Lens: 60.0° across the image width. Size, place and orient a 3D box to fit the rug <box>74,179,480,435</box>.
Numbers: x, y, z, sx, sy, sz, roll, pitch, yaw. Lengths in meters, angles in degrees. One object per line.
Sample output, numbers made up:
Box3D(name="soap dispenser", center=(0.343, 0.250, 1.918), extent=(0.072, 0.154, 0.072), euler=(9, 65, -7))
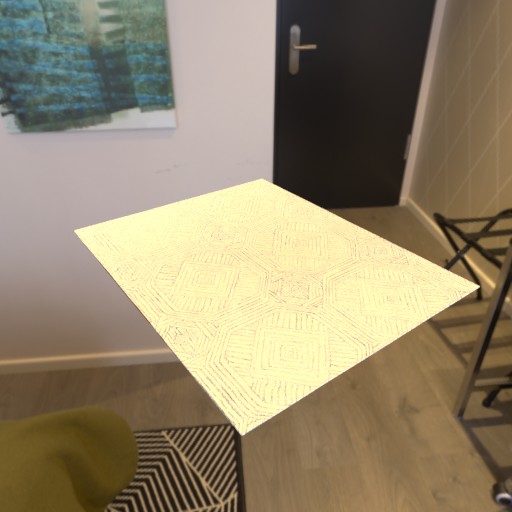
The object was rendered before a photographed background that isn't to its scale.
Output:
Box3D(name="rug", center=(0.000, 0.000, 4.170), extent=(2.457, 0.015, 3.049), euler=(-21, 37, -30))
